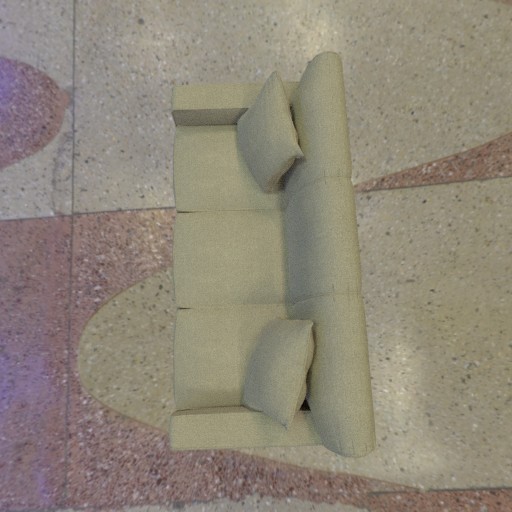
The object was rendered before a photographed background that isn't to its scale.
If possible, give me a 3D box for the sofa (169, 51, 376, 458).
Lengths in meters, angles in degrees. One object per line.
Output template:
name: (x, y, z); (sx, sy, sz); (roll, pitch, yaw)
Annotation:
sofa: (0.000, 0.000, 2.538); (0.997, 0.958, 2.024); (-2, 77, 0)
